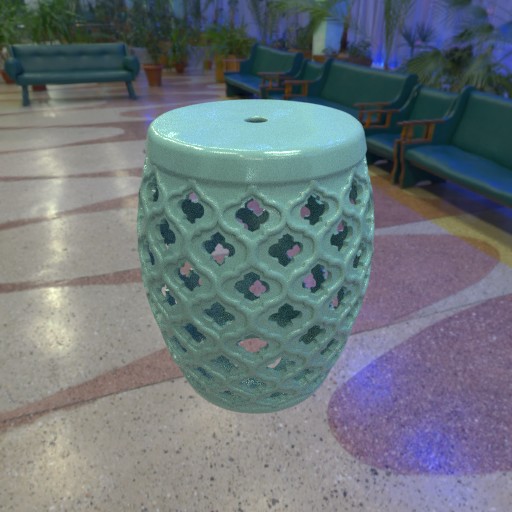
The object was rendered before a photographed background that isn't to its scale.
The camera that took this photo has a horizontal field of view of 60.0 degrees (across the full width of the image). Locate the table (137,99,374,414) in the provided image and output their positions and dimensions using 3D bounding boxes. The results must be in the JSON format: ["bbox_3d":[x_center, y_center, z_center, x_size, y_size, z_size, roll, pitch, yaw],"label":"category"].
[{"bbox_3d":[0.000,0.000,0.641,0.325,0.388,0.325,0,31,0],"label":"table"}]
